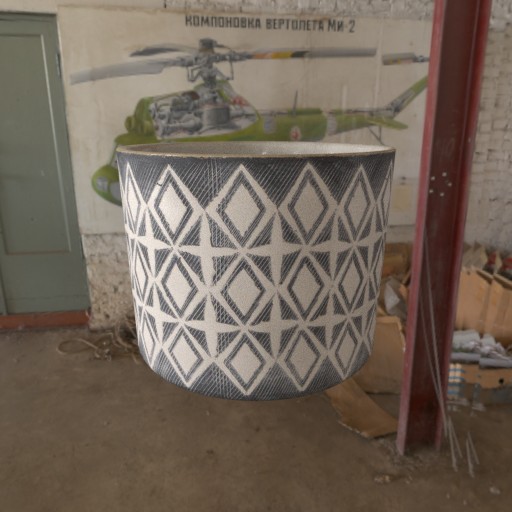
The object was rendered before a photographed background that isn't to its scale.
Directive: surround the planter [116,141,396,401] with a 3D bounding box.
[{"bbox_3d":[0.000,0.000,0.341,0.192,0.165,0.192,0,17,0],"label":"planter"}]
